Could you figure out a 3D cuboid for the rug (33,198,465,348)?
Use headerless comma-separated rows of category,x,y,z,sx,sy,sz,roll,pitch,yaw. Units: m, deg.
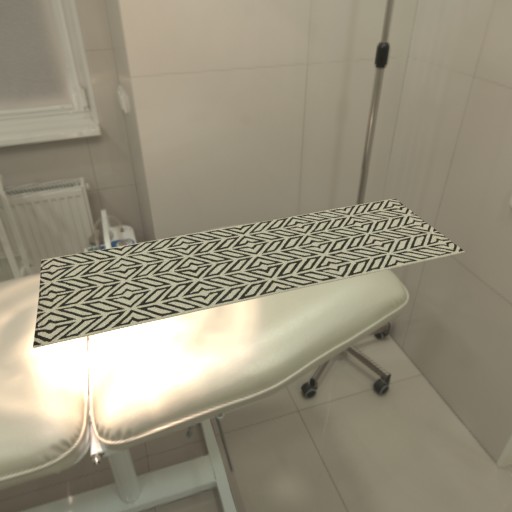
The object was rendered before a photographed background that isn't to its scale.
rug,0.000,0.000,2.662,2.435,0.009,0.750,-11,36,-16
